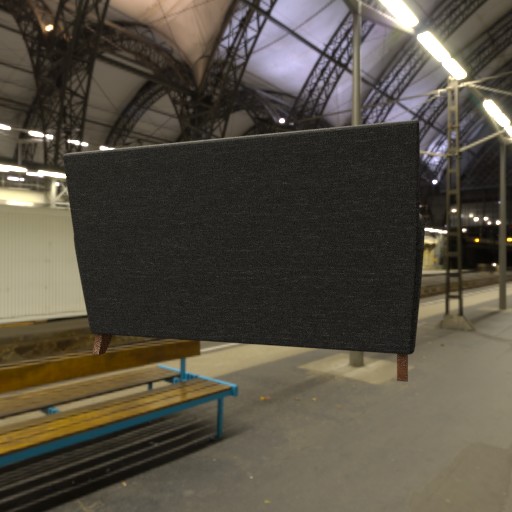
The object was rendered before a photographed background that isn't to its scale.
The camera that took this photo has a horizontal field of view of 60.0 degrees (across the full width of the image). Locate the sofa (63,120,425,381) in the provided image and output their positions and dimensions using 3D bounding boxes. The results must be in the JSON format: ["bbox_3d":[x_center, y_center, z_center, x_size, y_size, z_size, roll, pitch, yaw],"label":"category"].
[{"bbox_3d":[0.000,0.000,1.970,1.420,0.846,0.875,0,0,19],"label":"sofa"}]
